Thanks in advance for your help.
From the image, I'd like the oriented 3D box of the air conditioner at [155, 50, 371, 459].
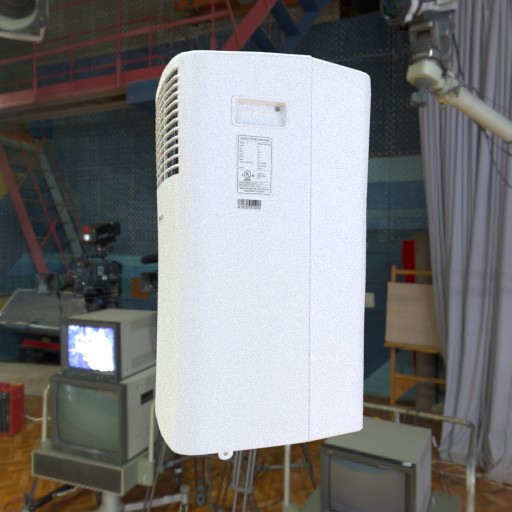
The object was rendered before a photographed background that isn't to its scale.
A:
[{"bbox_3d":[0.000,0.000,0.799,0.349,0.606,0.304,0,1,-18],"label":"air conditioner"}]
